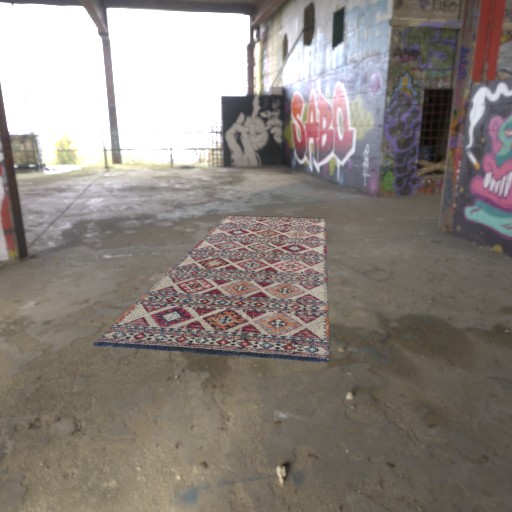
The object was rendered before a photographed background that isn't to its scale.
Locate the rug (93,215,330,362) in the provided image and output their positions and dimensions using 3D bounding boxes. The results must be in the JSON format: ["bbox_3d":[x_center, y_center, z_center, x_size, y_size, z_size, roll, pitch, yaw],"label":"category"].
[{"bbox_3d":[0.000,0.000,2.625,0.832,0.008,2.362,2,17,8],"label":"rug"}]
